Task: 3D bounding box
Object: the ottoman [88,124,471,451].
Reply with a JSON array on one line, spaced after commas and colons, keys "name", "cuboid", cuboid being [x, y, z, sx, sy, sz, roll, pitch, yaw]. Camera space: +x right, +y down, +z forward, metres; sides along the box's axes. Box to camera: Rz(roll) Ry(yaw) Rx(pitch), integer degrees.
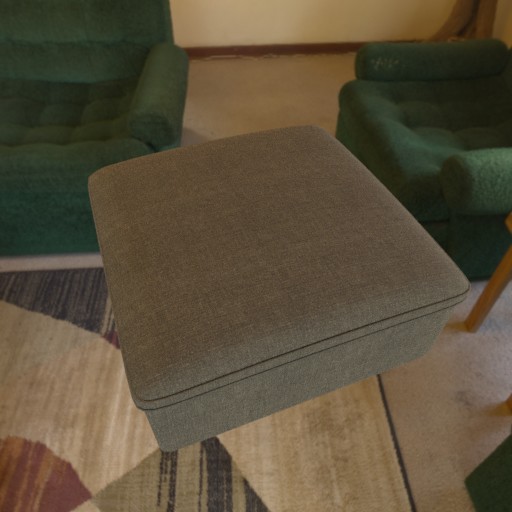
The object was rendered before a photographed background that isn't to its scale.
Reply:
[{"name": "ottoman", "cuboid": [0.000, 0.000, 1.684, 1.067, 0.559, 1.067, -16, 48, -15]}]
